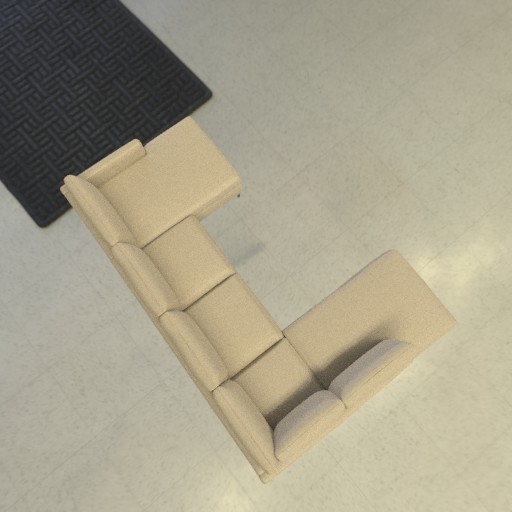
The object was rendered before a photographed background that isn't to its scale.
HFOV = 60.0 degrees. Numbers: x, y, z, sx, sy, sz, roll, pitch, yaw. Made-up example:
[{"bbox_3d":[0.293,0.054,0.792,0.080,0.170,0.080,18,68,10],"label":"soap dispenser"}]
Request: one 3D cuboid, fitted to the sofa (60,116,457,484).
[{"bbox_3d":[0.000,0.000,3.538,1.879,0.756,2.737,-36,78,-9],"label":"sofa"}]
